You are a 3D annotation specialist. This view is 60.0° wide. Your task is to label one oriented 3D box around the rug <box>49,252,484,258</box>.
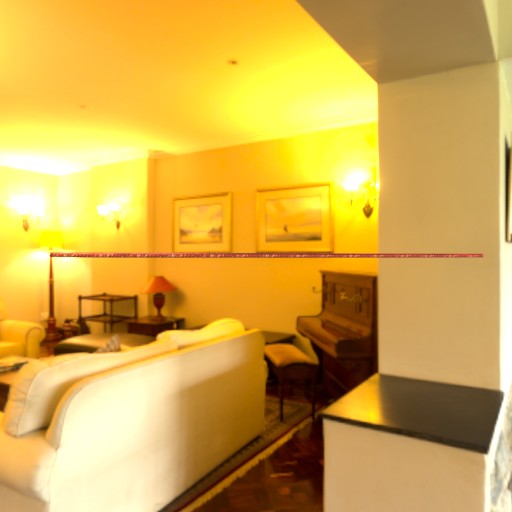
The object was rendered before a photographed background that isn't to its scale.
[{"bbox_3d":[0.000,0.000,2.344,1.835,0.018,1.230,0,0,-17],"label":"rug"}]
